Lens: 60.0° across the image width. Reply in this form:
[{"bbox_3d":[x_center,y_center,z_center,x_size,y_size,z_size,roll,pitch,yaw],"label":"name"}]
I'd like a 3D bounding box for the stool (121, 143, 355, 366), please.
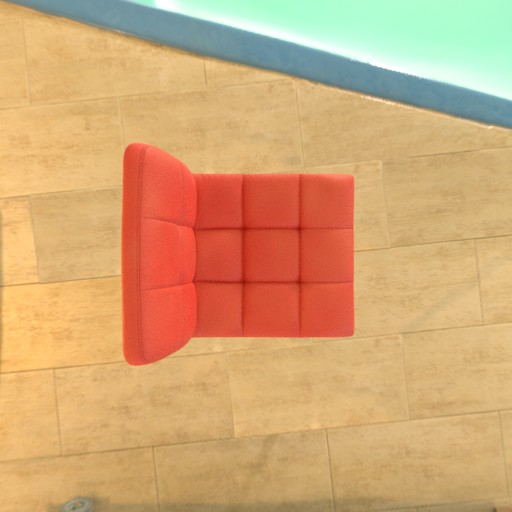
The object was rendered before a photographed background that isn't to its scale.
[{"bbox_3d":[0.000,0.000,1.354,0.505,1.115,0.430,0,90,0],"label":"stool"}]
